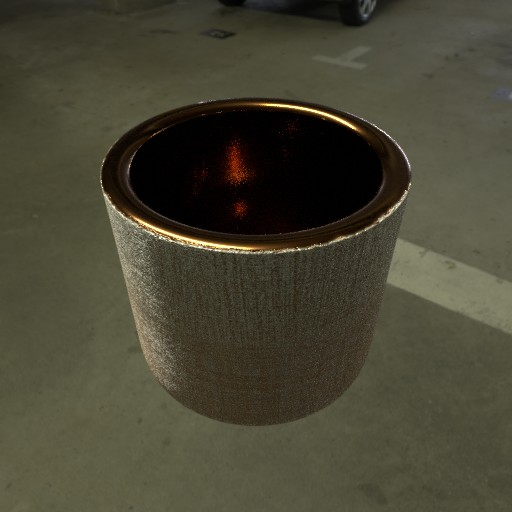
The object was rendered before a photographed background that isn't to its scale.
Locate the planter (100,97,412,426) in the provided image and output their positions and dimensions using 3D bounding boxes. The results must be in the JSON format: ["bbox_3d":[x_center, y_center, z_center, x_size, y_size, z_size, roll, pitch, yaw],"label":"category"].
[{"bbox_3d":[0.000,0.000,0.306,0.177,0.157,0.177,0,41,0],"label":"planter"}]
